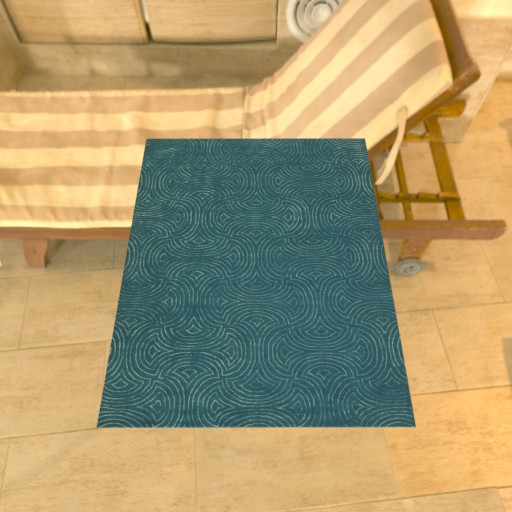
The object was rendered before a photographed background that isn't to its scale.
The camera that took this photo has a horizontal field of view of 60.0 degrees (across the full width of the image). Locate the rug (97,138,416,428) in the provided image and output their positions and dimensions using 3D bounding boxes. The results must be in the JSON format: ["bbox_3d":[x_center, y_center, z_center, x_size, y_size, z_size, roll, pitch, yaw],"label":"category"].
[{"bbox_3d":[0.000,0.000,4.146,2.432,0.012,3.033,0,59,0],"label":"rug"}]
